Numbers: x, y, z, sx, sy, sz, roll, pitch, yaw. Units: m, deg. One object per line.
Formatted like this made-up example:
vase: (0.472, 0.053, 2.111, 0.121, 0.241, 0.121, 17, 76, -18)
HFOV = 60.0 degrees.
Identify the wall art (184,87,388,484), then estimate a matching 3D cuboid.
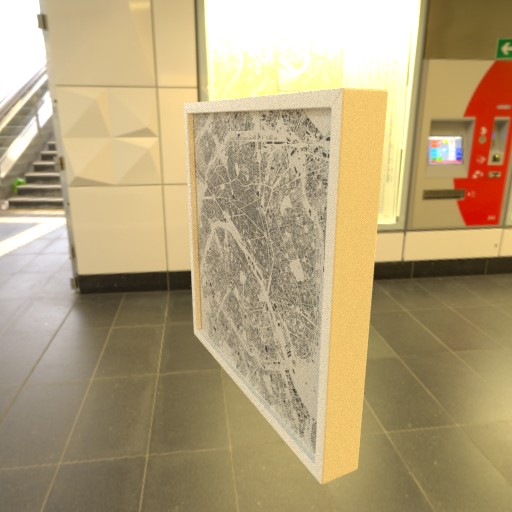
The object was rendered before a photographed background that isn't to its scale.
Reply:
wall art: (0.000, 0.000, 0.454, 0.038, 0.305, 0.305, -9, 19, -26)
